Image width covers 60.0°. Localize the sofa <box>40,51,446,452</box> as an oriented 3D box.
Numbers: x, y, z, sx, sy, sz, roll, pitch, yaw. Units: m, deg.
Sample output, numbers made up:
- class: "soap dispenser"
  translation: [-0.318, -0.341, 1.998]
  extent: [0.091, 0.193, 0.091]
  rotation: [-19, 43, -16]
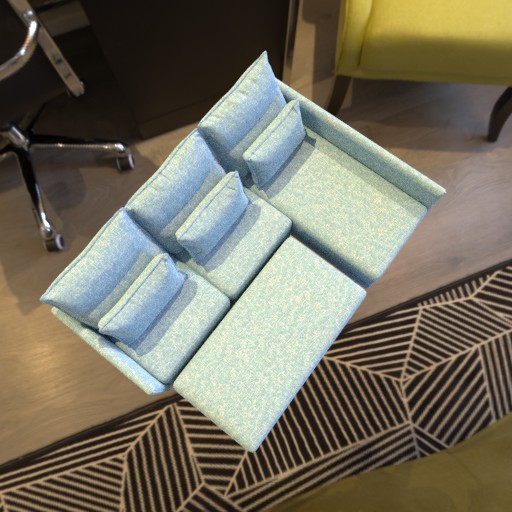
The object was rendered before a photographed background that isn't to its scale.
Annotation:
- class: "sofa"
  translation: [0.000, 0.000, 2.788]
  extent: [1.420, 0.899, 2.034]
  rotation: [37, 78, 9]
